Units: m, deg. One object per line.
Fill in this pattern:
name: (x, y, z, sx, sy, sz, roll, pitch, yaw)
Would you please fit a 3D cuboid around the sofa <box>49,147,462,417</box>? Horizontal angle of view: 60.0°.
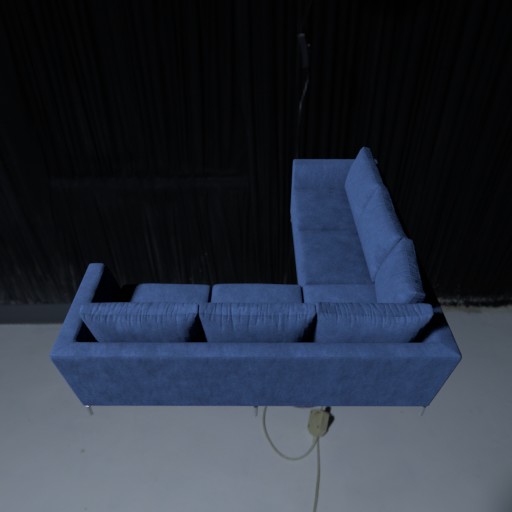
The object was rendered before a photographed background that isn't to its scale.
sofa: (0.000, 0.000, 3.729, 2.463, 0.988, 2.472, 0, 40, 0)
